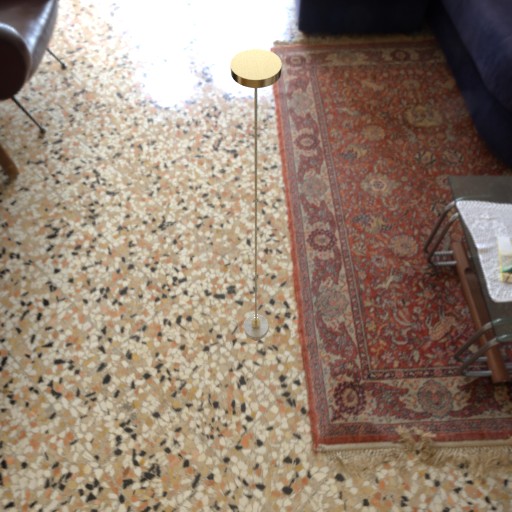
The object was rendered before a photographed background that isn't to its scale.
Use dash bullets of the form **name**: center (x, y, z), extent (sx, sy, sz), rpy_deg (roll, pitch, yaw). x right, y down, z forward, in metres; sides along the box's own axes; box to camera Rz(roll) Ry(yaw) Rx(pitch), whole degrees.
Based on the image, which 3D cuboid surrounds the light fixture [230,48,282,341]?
- **light fixture**: center (0.000, 0.000, 1.740), extent (0.129, 1.669, 0.129), rpy_deg (-33, 63, -19)
